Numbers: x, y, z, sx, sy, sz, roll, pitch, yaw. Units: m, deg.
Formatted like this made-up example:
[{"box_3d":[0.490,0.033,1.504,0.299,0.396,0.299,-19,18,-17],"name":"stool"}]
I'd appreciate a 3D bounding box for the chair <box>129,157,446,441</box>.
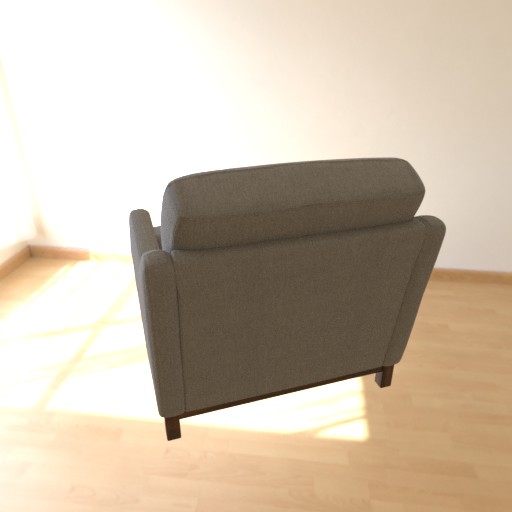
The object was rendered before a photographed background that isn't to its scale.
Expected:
[{"box_3d":[0.000,0.000,1.553,0.826,0.821,0.892,-8,27,-16],"name":"chair"}]
